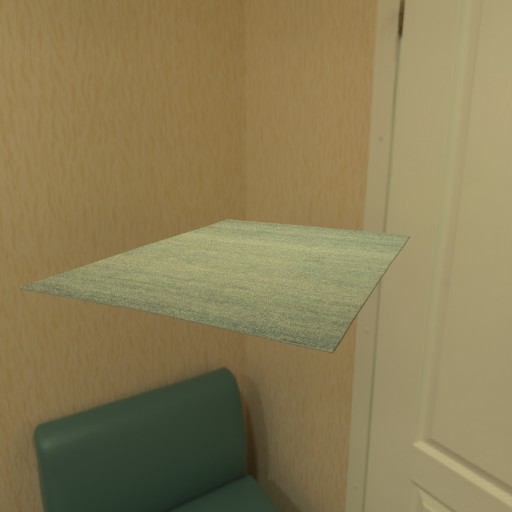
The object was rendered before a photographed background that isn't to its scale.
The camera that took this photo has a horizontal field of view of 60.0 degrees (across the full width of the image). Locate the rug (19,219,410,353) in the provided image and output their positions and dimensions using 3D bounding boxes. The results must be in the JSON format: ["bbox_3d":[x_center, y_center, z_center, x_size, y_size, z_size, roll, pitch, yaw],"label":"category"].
[{"bbox_3d":[0.000,0.000,4.275,2.461,0.046,3.237,7,16,25],"label":"rug"}]
